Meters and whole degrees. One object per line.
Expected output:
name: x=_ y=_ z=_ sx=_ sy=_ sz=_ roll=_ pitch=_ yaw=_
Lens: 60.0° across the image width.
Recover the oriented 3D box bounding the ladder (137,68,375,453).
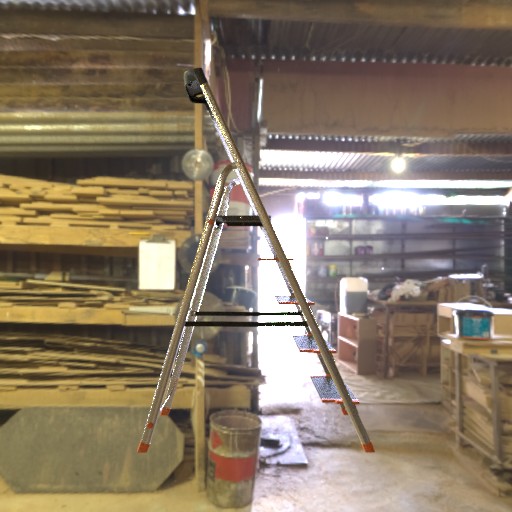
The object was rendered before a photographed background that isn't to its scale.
ladder: x=0.000 y=0.000 z=2.095 sx=0.995 sy=1.646 sz=0.480 roll=0 pitch=-1 yaw=0
